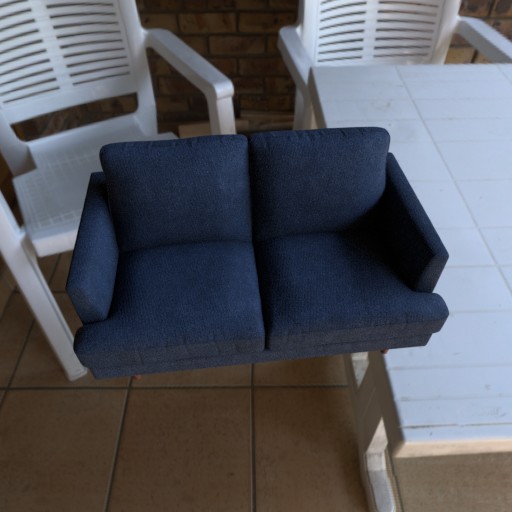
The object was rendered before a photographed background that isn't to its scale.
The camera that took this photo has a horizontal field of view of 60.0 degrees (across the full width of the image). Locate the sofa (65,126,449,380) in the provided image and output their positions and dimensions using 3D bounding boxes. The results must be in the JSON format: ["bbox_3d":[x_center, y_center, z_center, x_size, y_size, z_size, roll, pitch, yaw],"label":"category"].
[{"bbox_3d":[0.000,0.000,2.114,1.582,0.944,0.903,-5,47,-4],"label":"sofa"}]
